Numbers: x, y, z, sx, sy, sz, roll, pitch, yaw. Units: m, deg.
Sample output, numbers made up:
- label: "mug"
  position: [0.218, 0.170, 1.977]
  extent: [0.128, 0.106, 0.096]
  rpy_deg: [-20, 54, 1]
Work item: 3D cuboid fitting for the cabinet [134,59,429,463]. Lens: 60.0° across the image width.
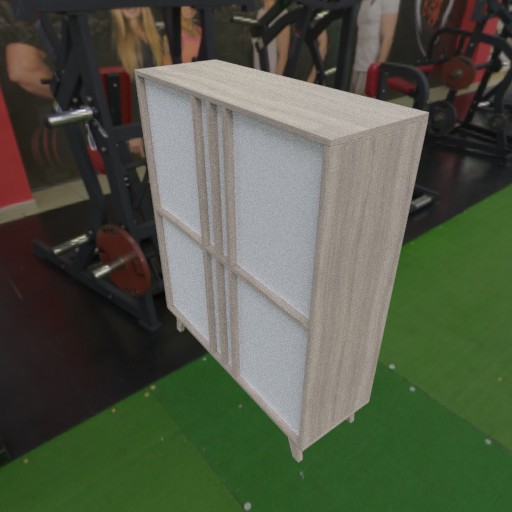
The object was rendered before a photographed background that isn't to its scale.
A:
- label: "cabinet"
  position: [0.000, 0.000, 1.907]
  extent: [0.398, 1.388, 1.111]
  rpy_deg: [-23, 39, -31]
